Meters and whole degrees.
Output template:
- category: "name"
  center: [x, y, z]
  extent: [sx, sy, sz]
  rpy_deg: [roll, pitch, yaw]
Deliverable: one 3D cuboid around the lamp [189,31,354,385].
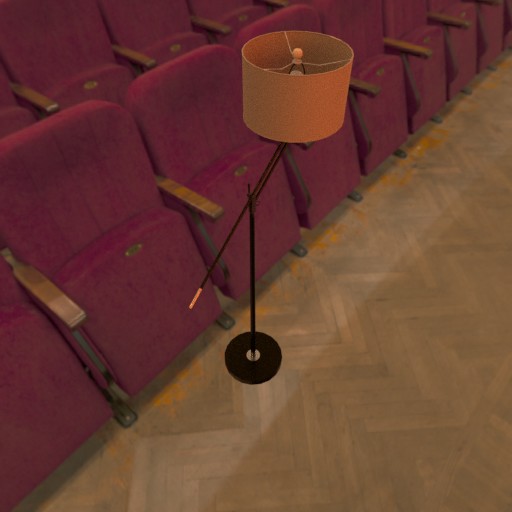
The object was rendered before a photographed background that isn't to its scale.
- category: "lamp"
  center: [0.000, 0.000, 1.949]
  extent: [0.373, 1.635, 0.809]
  rpy_deg: [31, 53, 26]
